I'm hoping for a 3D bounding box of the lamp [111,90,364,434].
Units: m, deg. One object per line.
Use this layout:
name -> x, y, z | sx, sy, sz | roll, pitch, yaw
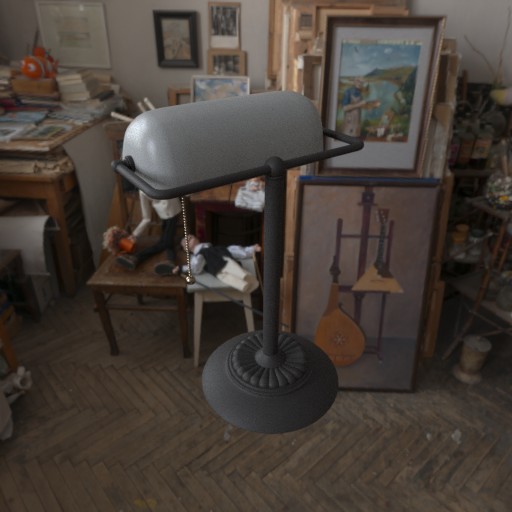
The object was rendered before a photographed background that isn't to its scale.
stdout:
lamp -> 0.000, 0.000, 0.520 | 0.264, 0.339, 0.243 | -20, 37, -29
